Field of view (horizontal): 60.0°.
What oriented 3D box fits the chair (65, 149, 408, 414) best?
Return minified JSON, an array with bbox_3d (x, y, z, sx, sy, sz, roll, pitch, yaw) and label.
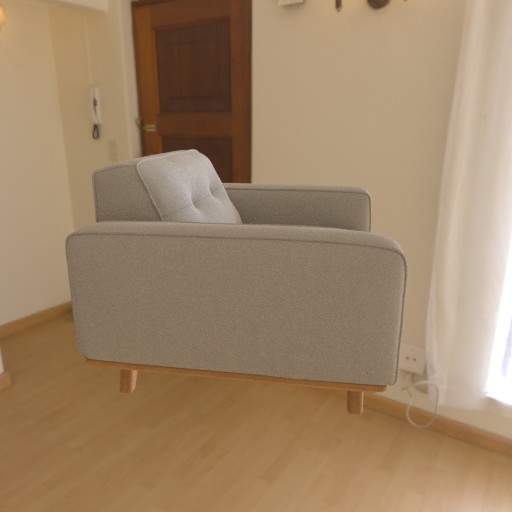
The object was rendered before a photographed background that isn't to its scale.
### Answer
[{"bbox_3d":[0.000,0.000,1.731,0.953,0.779,1.115,2,17,8],"label":"chair"}]
